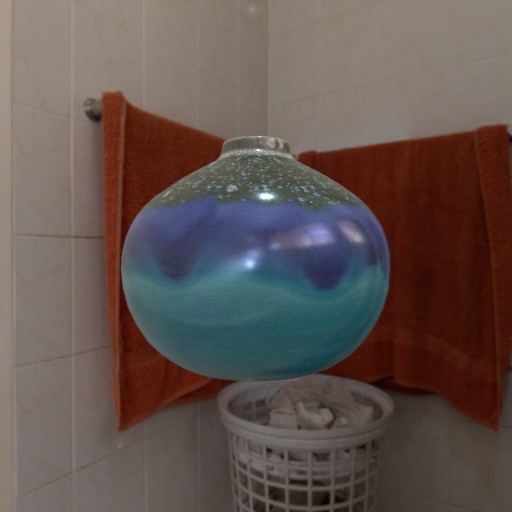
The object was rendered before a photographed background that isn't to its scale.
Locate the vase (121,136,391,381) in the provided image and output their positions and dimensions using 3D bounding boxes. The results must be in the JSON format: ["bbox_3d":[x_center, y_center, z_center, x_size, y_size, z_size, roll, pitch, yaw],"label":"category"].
[{"bbox_3d":[0.000,0.000,0.264,0.154,0.133,0.154,0,0,0],"label":"vase"}]
